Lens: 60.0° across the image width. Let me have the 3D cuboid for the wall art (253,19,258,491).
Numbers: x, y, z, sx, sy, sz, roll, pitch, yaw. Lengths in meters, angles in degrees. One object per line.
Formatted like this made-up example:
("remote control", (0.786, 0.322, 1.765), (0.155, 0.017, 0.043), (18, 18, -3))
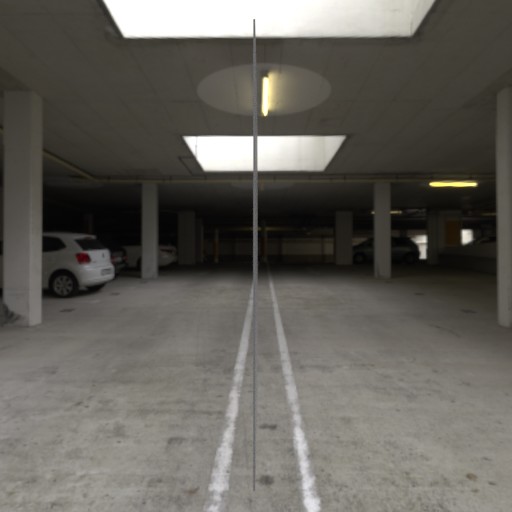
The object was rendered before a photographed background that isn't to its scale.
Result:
("wall art", (0.000, 0.000, 0.801), (0.003, 0.609, 0.457), (0, -1, 1))
